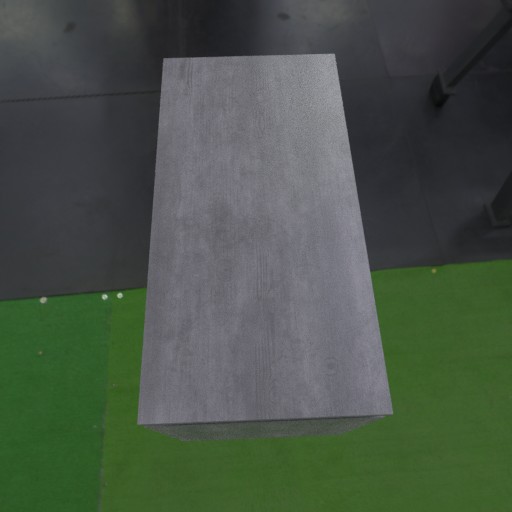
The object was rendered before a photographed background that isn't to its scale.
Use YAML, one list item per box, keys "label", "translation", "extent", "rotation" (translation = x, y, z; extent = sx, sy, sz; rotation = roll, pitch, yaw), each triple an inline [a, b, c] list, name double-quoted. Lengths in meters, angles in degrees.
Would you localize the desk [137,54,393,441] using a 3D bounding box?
- label: "desk"
  translation: [0.000, 0.000, 1.628]
  extent: [0.600, 0.740, 1.200]
  rotation: [-2, 65, -1]
